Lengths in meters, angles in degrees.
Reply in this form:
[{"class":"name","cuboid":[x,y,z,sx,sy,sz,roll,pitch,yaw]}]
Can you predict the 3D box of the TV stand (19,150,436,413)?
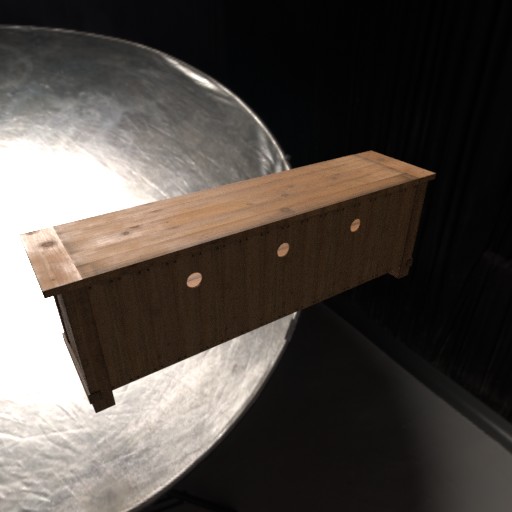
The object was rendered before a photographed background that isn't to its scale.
[{"class":"TV stand","cuboid":[0.000,0.000,2.041,1.804,0.573,0.453,-19,36,-28]}]
